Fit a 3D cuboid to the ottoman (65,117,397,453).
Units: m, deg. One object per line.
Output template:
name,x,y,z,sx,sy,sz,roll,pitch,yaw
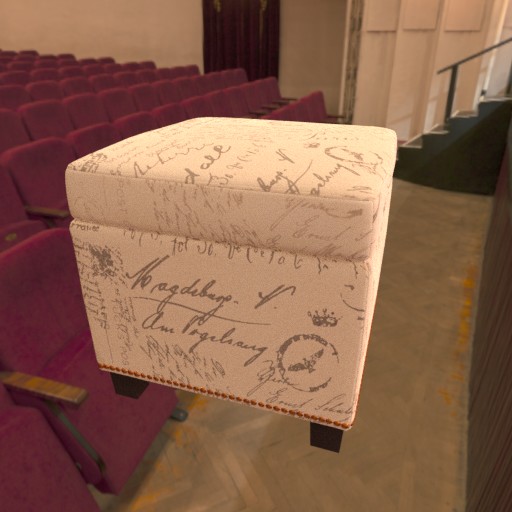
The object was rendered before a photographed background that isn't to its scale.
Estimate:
ottoman,0.000,0.000,0.830,0.450,0.457,0.449,8,27,17
